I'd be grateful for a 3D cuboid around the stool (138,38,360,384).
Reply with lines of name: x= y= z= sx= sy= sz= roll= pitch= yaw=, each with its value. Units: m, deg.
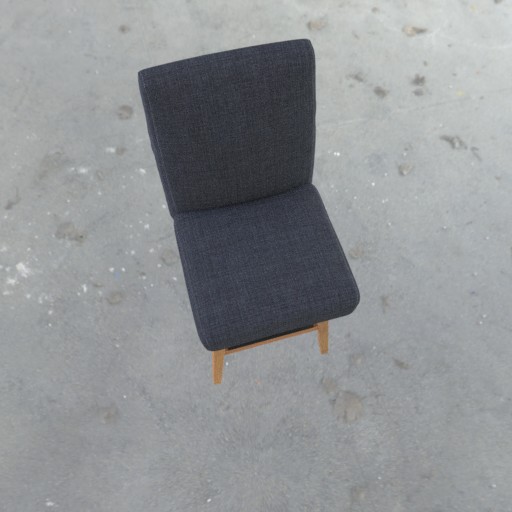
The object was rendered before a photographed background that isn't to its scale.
stool: x=0.000 y=0.000 z=1.403 sx=0.483 sy=1.112 sz=0.570 roll=-14 pitch=65 yaw=-7
